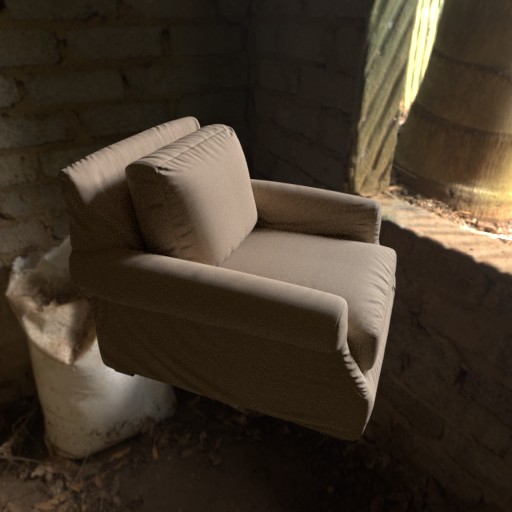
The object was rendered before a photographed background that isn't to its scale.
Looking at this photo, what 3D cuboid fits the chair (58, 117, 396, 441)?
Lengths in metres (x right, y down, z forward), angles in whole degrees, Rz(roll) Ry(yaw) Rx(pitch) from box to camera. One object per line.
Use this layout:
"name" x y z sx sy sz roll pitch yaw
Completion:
"chair" 0.000 0.000 1.727 1.066 0.866 0.940 11 31 18
